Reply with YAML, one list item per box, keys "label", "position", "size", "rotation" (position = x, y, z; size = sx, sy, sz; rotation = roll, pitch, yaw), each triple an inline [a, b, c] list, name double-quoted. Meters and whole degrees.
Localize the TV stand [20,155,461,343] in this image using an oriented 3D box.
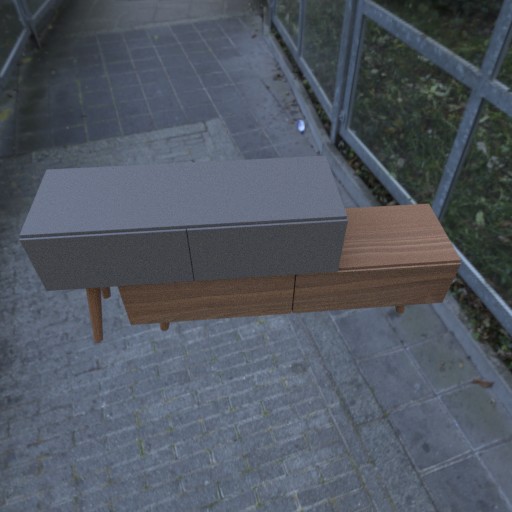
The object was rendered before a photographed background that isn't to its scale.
- label: "TV stand"
  position: [0.000, 0.000, 1.578]
  size: [1.336, 0.591, 0.329]
  rotation: [-4, 46, -4]
